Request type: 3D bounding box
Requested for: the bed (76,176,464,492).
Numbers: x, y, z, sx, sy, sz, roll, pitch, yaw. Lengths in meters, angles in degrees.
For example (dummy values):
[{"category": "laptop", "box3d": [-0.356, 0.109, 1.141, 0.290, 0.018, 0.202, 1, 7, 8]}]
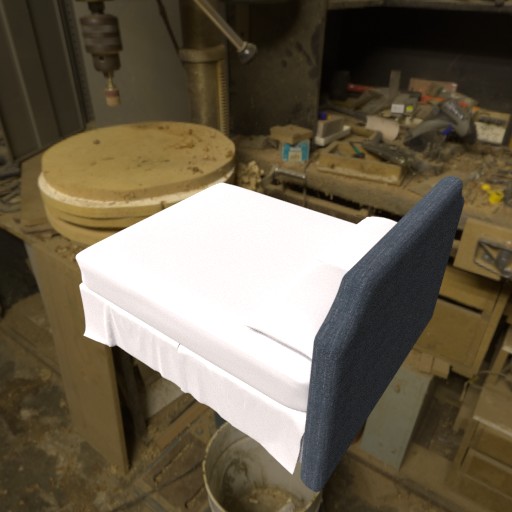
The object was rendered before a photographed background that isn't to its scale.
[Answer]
[{"category": "bed", "box3d": [0.000, 0.000, 3.182, 2.208, 1.297, 1.828, 22, 39, 30]}]
